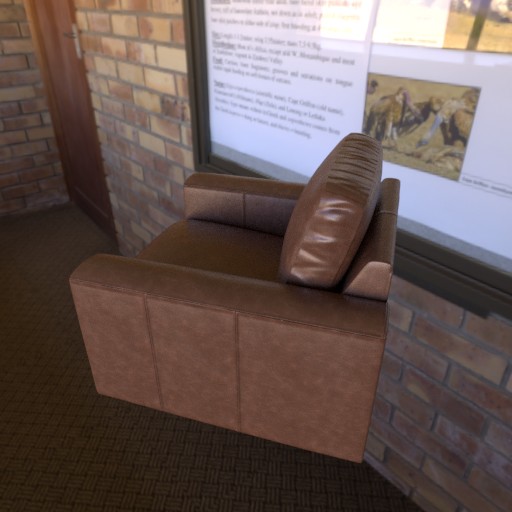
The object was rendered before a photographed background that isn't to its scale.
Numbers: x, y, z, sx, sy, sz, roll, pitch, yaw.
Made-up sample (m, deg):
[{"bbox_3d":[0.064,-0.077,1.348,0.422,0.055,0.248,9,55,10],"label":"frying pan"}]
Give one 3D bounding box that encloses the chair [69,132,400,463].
[{"bbox_3d":[0.000,0.000,1.736,1.016,0.873,1.005,9,32,15],"label":"chair"}]
